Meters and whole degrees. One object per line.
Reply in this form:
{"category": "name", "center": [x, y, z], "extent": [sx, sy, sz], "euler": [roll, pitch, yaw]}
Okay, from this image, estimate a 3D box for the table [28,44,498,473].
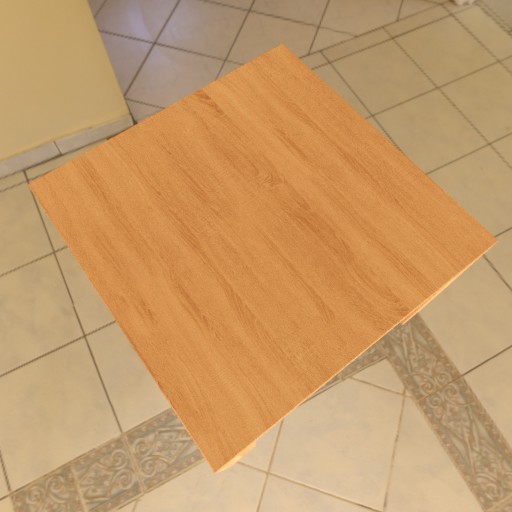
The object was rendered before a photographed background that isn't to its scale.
{"category": "table", "center": [0.000, 0.000, 1.127], "extent": [0.700, 0.450, 0.700], "euler": [-35, 70, -14]}
